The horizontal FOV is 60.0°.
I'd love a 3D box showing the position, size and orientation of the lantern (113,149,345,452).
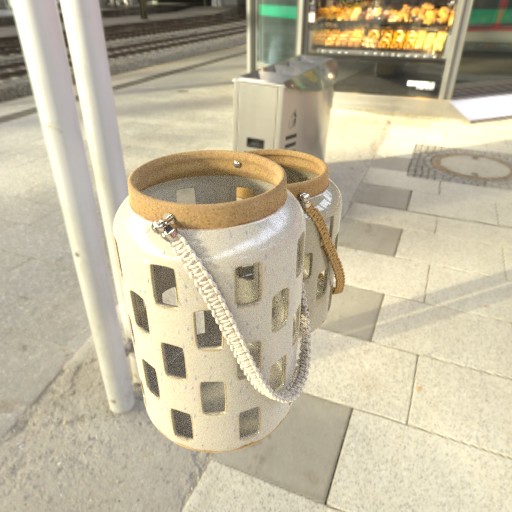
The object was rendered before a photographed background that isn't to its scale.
[{"bbox_3d":[0.000,0.000,0.498,0.184,0.255,0.347,11,33,18],"label":"lantern"}]
